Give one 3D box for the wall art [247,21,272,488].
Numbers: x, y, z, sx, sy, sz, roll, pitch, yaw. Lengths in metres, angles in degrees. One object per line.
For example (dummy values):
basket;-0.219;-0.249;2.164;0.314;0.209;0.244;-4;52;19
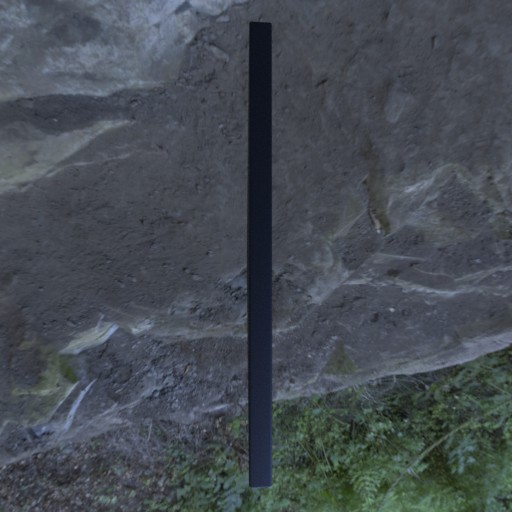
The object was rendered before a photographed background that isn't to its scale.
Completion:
wall art;0.000;0.000;0.756;0.031;0.457;0.558;0;89;-1
